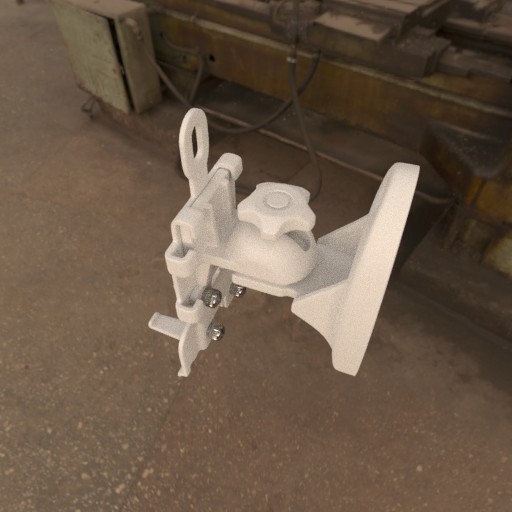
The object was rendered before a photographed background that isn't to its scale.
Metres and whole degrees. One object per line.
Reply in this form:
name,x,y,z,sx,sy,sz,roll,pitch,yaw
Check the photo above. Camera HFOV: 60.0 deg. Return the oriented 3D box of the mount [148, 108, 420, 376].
mount,0.000,0.000,0.178,0.100,0.118,0.066,15,49,14
